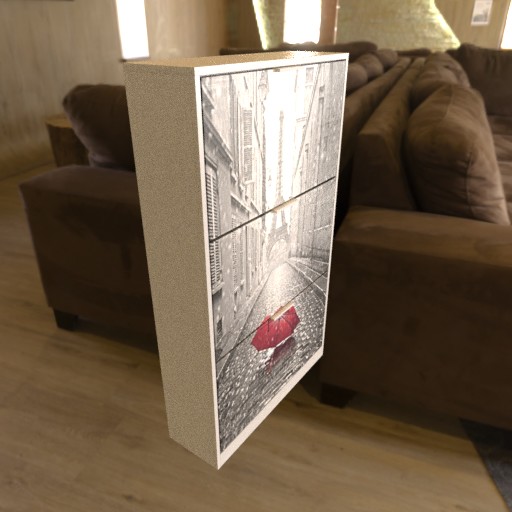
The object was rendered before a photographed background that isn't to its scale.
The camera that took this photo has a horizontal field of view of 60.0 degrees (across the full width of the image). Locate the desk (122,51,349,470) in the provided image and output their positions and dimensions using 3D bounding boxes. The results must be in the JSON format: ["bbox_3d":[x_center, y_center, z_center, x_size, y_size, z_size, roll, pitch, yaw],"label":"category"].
[{"bbox_3d":[0.000,0.000,1.561,0.250,1.280,0.750,18,33,32],"label":"desk"}]
